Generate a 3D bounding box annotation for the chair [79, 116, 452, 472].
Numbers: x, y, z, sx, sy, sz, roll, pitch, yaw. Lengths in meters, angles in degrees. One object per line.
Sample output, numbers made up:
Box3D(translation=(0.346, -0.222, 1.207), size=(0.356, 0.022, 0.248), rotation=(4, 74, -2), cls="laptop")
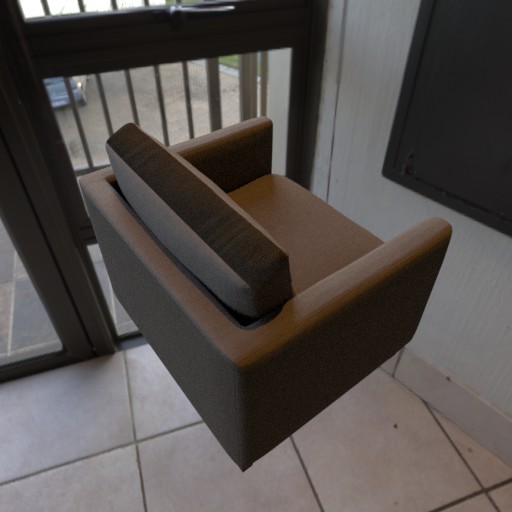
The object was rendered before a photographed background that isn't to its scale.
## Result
Box3D(translation=(0.000, 0.000, 1.793), size=(0.959, 0.963, 1.107), rotation=(-27, 49, -26), cls="chair")
